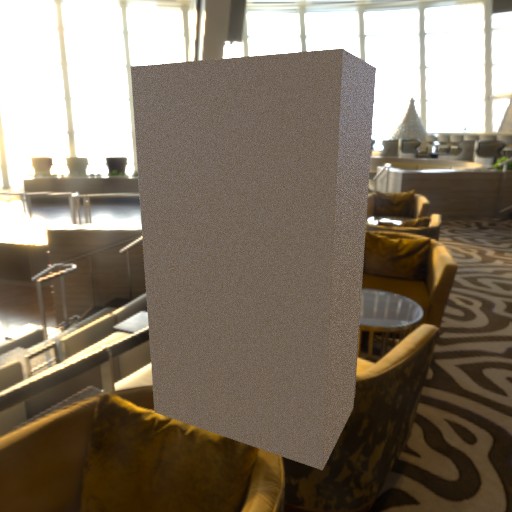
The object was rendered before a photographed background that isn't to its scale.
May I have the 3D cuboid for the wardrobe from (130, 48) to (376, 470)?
[{"bbox_3d":[0.000,0.000,2.289,0.991,1.808,0.577,8,17,26],"label":"wardrobe"}]
